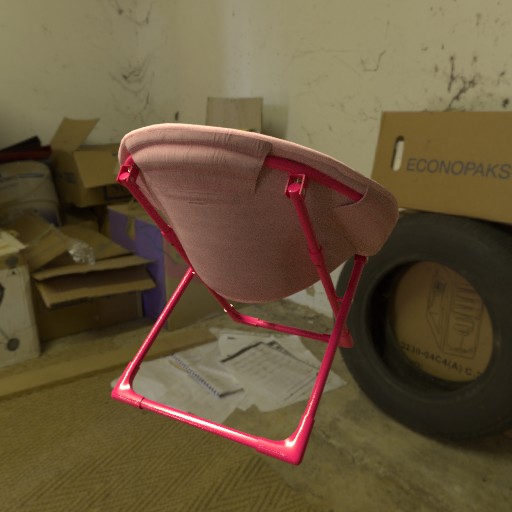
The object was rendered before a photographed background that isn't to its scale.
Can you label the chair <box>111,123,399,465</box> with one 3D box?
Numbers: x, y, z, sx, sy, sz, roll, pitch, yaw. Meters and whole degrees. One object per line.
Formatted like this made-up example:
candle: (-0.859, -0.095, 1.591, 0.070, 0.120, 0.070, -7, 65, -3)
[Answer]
chair: (0.000, 0.000, 0.864, 0.522, 0.494, 0.459, 8, 18, 26)
